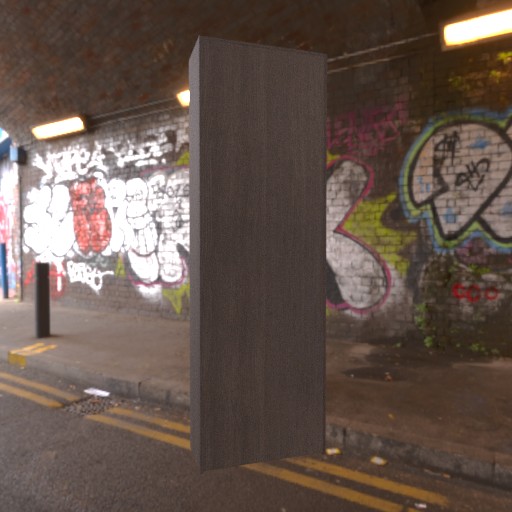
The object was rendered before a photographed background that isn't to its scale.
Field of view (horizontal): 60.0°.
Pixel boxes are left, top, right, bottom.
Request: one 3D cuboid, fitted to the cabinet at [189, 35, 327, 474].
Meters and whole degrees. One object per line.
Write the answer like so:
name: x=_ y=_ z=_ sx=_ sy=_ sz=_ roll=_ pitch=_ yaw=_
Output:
cabinet: x=0.000 y=0.000 z=1.846 sx=0.520 sy=1.630 sz=0.255 roll=0 pitch=1 yaw=-18
